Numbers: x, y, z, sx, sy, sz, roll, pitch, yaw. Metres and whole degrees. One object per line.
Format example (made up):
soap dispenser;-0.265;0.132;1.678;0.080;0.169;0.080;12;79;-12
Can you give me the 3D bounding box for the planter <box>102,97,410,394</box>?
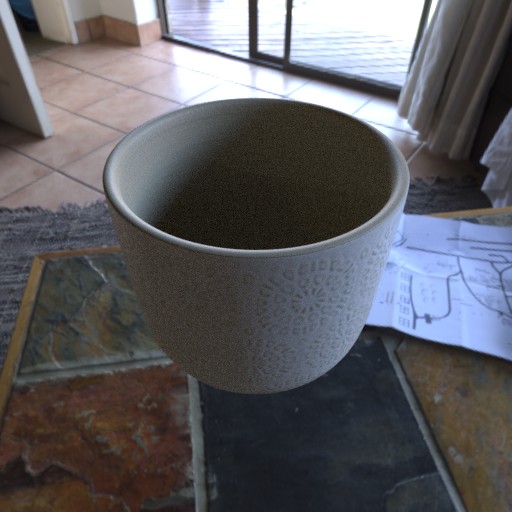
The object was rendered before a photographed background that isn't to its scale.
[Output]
planter;0.000;0.000;0.303;0.170;0.152;0.170;0;42;0
